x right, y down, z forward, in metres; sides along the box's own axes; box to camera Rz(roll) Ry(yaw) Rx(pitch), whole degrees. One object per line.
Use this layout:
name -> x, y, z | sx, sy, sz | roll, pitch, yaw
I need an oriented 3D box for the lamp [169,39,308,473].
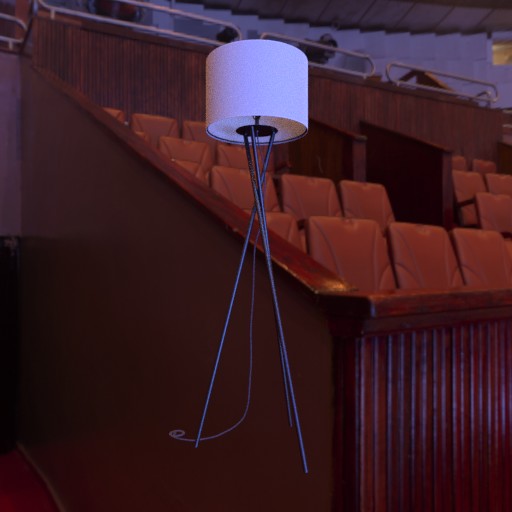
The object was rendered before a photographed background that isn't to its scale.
lamp -> 0.000, 0.000, 1.923 | 0.522, 1.624, 0.667 | 0, -1, -37
